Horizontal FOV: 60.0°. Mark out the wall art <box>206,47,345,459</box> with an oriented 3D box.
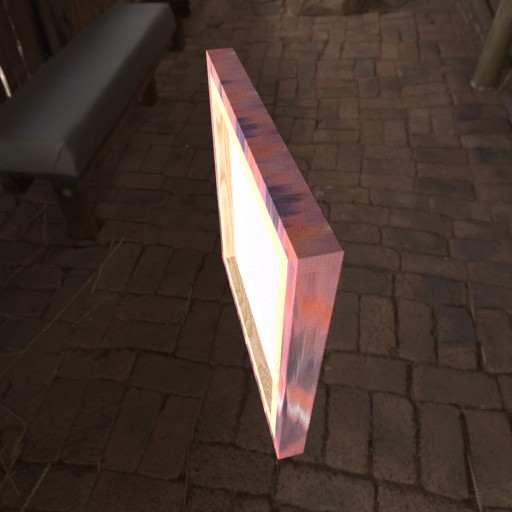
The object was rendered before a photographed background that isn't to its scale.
[{"bbox_3d":[0.000,0.000,0.612,0.038,0.406,0.403,-10,47,-10],"label":"wall art"}]
